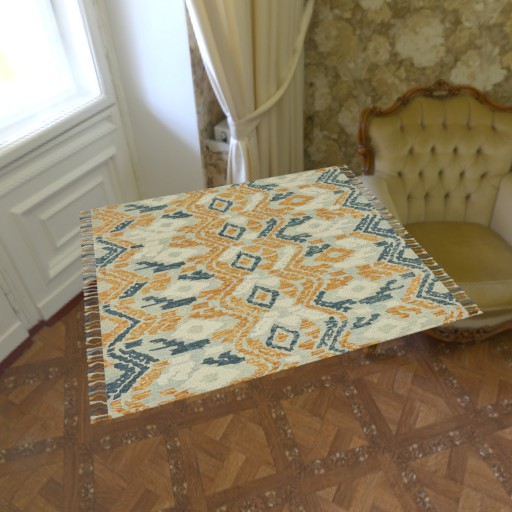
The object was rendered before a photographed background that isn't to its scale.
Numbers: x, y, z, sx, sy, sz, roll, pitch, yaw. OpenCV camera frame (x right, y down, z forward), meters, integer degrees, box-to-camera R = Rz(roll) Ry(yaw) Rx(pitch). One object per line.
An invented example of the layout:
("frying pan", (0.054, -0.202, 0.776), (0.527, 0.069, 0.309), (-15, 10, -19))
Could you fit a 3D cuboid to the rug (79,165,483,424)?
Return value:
("rug", (0.000, 0.000, 4.064), (3.048, 0.010, 2.439), (-12, 43, -13))
